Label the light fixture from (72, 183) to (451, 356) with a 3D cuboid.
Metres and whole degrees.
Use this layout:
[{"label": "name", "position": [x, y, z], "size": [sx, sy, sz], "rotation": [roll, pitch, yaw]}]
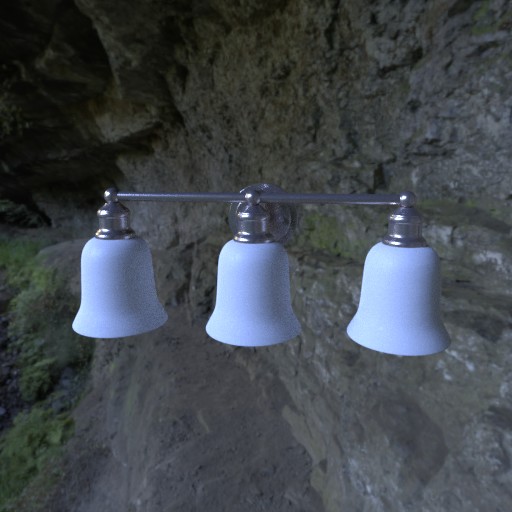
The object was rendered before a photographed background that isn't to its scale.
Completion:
[{"label": "light fixture", "position": [0.000, 0.000, 0.680], "size": [0.570, 0.211, 0.198], "rotation": [2, 13, 8]}]
